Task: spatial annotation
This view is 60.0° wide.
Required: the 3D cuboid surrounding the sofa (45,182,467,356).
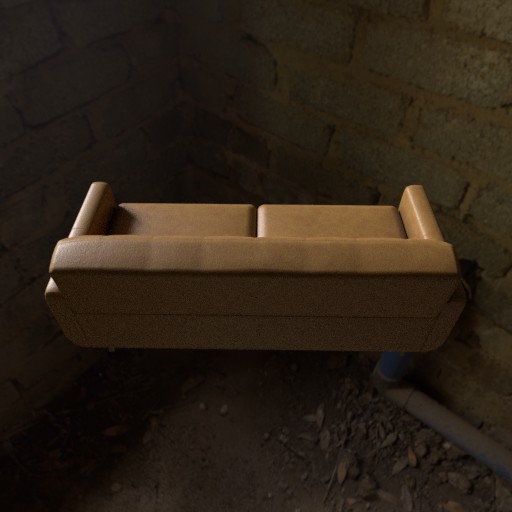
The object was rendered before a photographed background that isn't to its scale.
[{"bbox_3d":[0.000,0.000,2.627,2.137,0.892,0.980,1,47,1],"label":"sofa"}]
